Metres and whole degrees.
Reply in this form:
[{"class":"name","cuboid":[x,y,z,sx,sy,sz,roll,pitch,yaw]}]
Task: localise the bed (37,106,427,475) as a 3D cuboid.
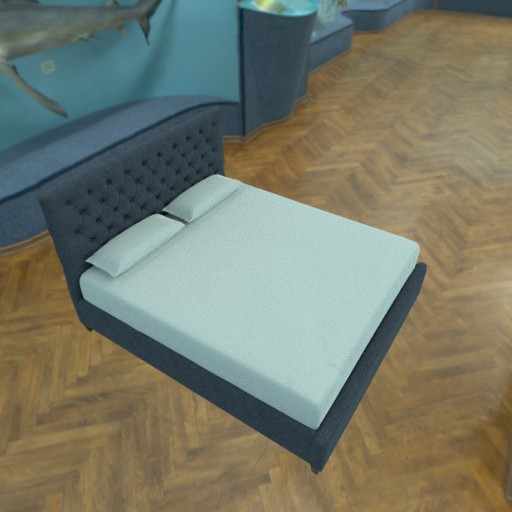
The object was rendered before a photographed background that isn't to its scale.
[{"class":"bed","cuboid":[0.000,0.000,3.684,2.387,1.427,2.078,23,45,25]}]
